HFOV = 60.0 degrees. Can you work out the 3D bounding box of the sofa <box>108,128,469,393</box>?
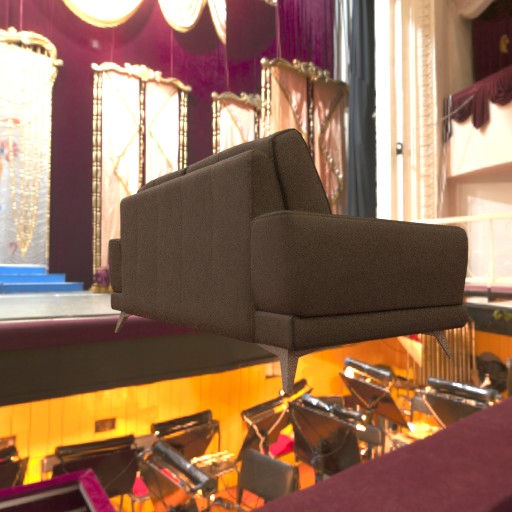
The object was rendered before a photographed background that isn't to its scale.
[{"bbox_3d":[0.000,0.000,2.319,1.018,0.907,1.806,1,-2,-36],"label":"sofa"}]
